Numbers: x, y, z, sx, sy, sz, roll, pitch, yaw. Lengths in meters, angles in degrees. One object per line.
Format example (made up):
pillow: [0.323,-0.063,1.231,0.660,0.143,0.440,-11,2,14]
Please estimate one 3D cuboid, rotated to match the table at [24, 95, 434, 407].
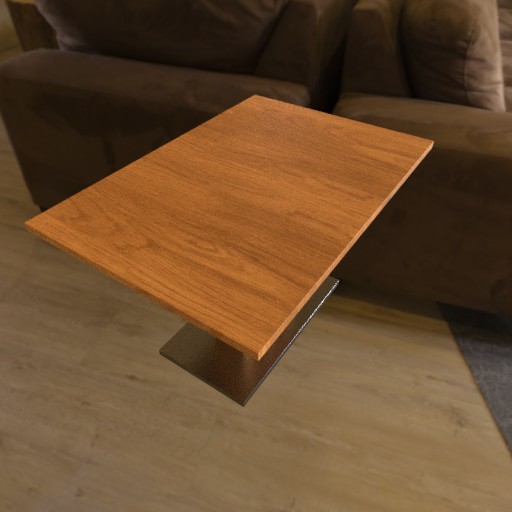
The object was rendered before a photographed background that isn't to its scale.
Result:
table: [0.000,0.000,1.875,0.900,0.770,1.300,24,46,25]
